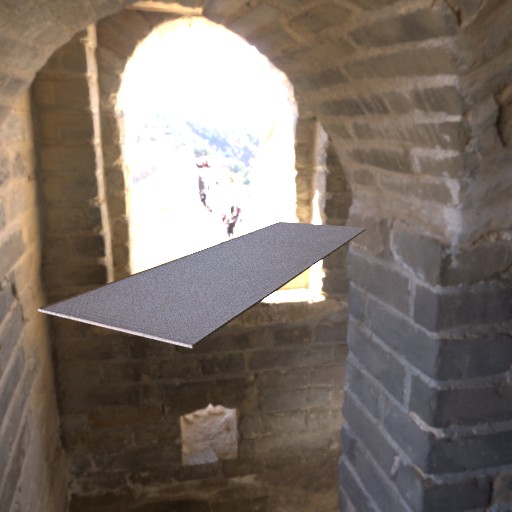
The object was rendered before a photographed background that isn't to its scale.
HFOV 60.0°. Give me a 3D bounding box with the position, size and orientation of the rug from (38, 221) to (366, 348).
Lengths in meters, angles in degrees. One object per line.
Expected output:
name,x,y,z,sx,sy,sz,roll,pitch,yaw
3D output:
rug,0.000,0.000,2.706,0.775,0.012,2.452,7,15,26
